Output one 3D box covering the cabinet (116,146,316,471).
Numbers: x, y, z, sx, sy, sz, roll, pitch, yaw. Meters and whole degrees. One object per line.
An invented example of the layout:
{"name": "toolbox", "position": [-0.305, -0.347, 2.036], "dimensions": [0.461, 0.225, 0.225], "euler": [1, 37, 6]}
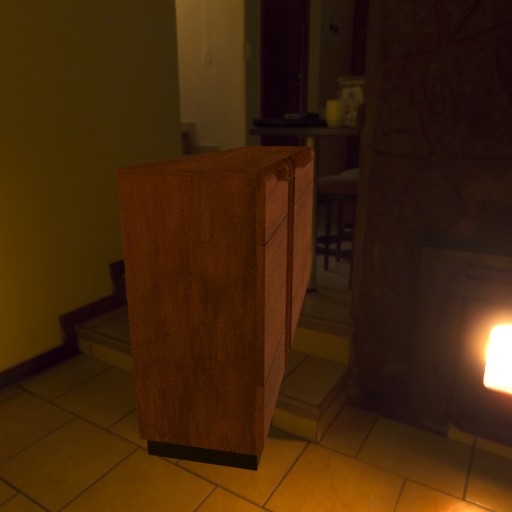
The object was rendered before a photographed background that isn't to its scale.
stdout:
{"name": "cabinet", "position": [0.000, 0.000, 1.993], "dimensions": [0.420, 0.900, 1.600], "euler": [3, 16, 11]}
